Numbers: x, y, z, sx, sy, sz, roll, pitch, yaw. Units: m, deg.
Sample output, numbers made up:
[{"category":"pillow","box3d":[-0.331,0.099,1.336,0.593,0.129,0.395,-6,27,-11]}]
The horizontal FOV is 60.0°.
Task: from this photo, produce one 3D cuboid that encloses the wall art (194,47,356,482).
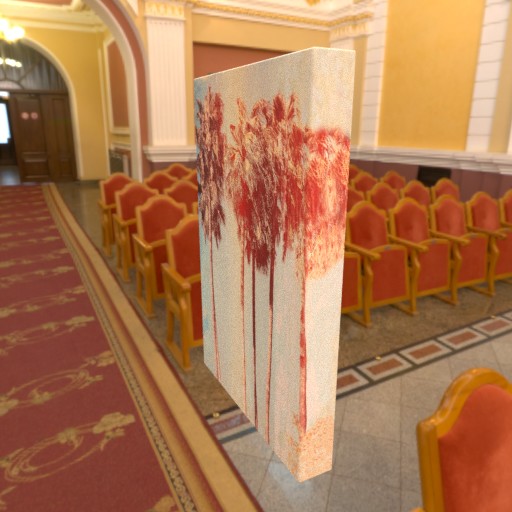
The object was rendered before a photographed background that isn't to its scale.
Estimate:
[{"category":"wall art","box3d":[0.000,0.000,0.482,0.039,0.380,0.251,-8,18,-26]}]
